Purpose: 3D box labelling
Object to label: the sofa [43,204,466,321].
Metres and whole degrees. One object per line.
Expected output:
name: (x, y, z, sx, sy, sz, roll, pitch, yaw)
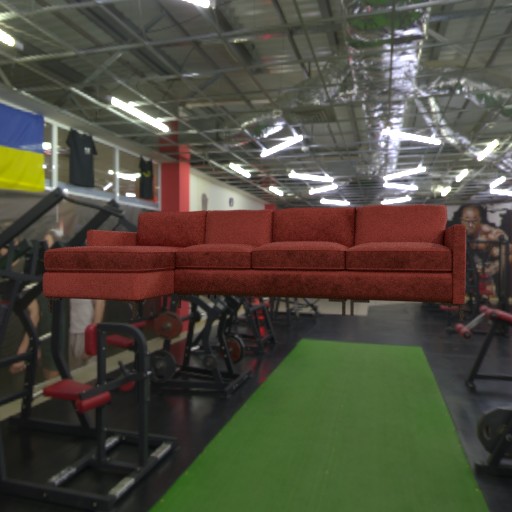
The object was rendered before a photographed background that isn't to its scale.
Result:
sofa: (0.000, 0.000, 3.972, 3.400, 0.967, 1.500, 0, 1, 18)
